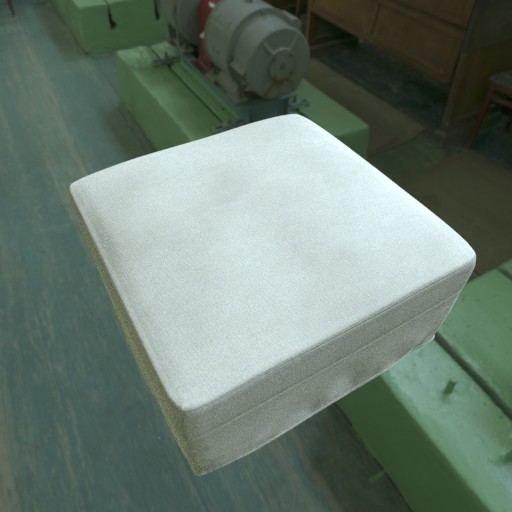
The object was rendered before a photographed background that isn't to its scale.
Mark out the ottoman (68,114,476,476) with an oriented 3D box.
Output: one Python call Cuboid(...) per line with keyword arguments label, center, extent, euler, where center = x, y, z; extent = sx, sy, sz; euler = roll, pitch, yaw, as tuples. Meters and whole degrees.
Cuboid(label="ottoman", center=(0.000, 0.000, 1.312), extent=(0.842, 0.441, 0.843), euler=(-23, 51, -20))
